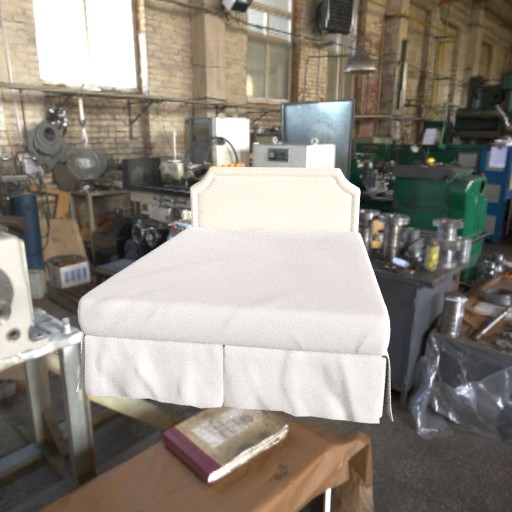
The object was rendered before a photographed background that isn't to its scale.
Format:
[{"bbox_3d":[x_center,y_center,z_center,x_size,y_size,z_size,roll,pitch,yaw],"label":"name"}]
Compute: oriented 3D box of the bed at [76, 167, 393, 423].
[{"bbox_3d":[0.000,0.000,3.682,1.977,1.293,2.498,2,15,9],"label":"bed"}]
